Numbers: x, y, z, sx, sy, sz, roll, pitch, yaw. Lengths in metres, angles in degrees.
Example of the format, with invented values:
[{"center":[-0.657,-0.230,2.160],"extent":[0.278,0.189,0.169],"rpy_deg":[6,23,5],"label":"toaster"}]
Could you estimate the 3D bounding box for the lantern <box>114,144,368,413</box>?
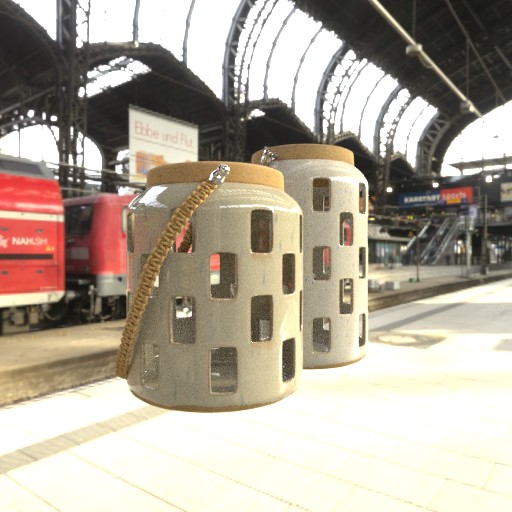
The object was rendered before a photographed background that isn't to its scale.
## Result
[{"center":[0.000,0.000,0.499],"extent":[0.184,0.255,0.347],"rpy_deg":[0,0,36],"label":"lantern"}]
